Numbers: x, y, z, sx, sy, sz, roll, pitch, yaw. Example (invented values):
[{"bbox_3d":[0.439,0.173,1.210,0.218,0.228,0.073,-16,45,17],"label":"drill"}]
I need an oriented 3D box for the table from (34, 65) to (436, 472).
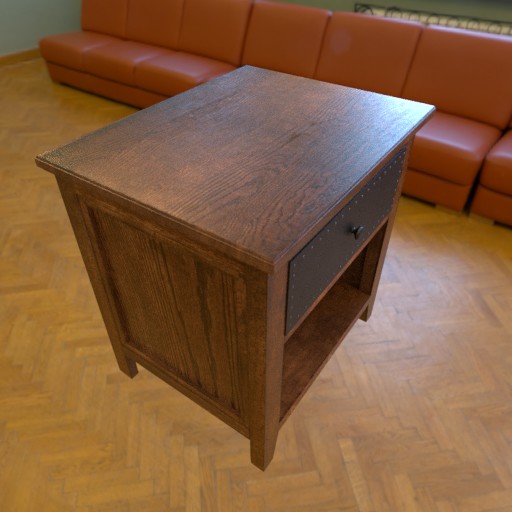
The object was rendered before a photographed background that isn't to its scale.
[{"bbox_3d":[0.000,0.000,0.983,0.461,0.597,0.586,24,46,26],"label":"table"}]
